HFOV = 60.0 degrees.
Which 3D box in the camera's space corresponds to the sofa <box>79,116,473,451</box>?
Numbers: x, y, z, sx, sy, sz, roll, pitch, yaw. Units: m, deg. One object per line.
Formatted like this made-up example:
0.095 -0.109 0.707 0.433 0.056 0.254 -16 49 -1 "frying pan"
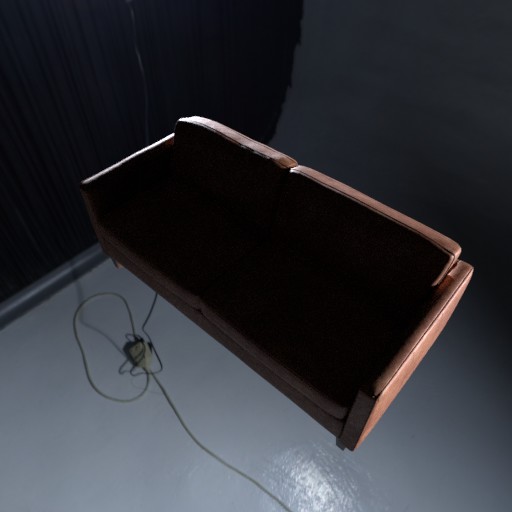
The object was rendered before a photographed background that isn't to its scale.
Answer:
0.000 0.000 2.463 1.971 0.863 0.923 33 55 27 "sofa"
